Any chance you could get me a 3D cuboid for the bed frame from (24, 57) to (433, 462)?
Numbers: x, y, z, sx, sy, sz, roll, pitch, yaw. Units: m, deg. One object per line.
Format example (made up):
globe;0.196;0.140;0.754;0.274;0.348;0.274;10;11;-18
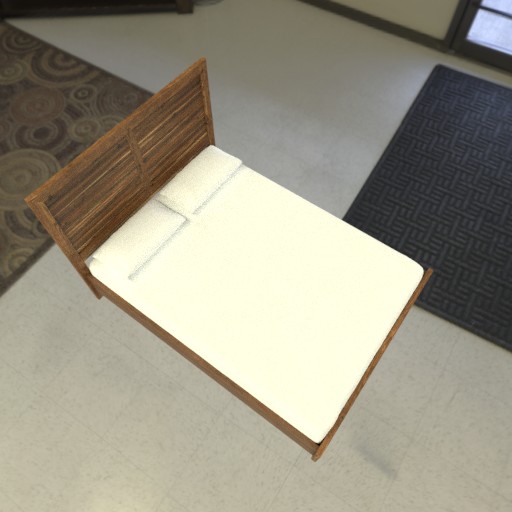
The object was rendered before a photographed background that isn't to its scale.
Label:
bed frame;0.000;0.000;3.323;2.276;1.417;1.696;32;65;17
